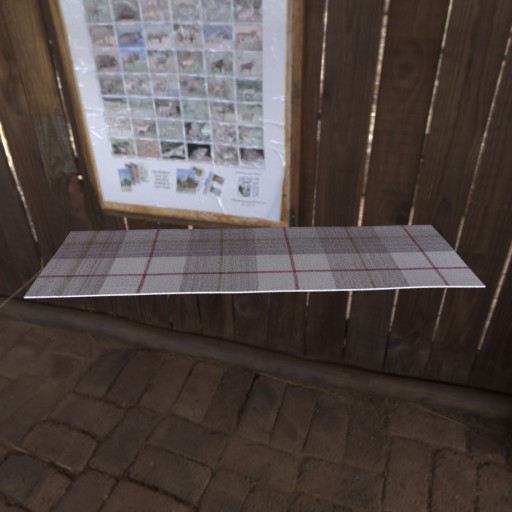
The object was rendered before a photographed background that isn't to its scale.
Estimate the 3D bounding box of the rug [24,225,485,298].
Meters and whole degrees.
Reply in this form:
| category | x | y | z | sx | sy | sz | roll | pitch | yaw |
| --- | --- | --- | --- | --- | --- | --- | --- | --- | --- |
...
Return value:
| category | x | y | z | sx | sy | sz | roll | pitch | yaw |
| --- | --- | --- | --- | --- | --- | --- | --- | --- | --- |
| rug | 0.000 | 0.000 | 2.670 | 2.439 | 0.013 | 0.762 | -1 | 30 | -2 |
